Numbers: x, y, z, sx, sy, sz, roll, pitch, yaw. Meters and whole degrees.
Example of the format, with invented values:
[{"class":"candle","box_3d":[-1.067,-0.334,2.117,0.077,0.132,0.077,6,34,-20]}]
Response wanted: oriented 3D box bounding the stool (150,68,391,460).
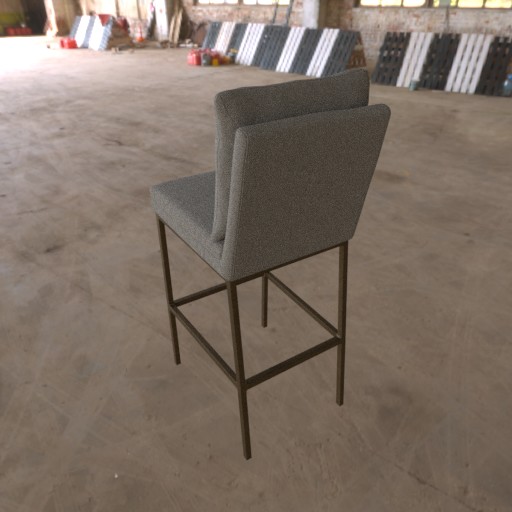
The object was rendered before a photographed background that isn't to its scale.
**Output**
[{"class":"stool","box_3d":[0.000,0.000,1.428,0.463,1.132,0.569,-18,35,-28]}]
